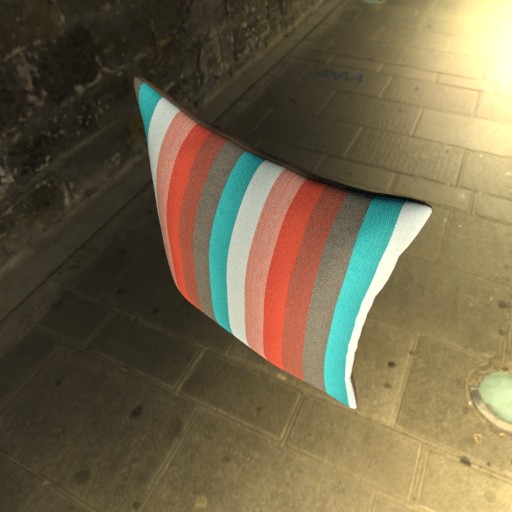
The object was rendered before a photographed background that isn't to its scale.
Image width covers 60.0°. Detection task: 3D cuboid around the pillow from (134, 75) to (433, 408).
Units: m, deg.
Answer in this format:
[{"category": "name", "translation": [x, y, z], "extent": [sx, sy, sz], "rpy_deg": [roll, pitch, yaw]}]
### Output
[{"category": "pillow", "translation": [0.000, 0.000, 0.689], "extent": [0.453, 0.443, 0.168], "rpy_deg": [32, 54, 27]}]
